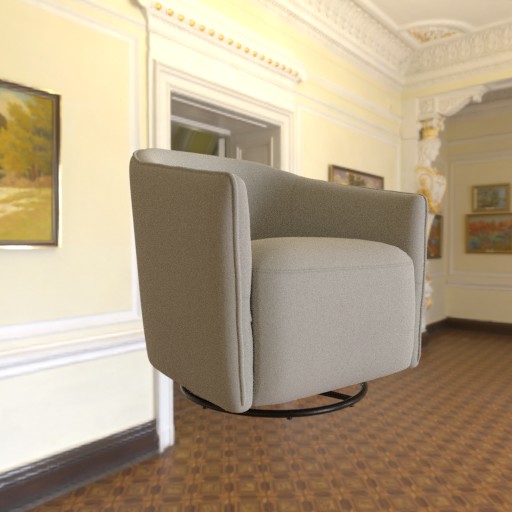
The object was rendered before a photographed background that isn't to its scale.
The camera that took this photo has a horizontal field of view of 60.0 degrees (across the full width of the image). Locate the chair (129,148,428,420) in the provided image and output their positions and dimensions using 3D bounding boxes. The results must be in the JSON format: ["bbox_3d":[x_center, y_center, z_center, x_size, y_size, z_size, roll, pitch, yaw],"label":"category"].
[{"bbox_3d":[0.000,0.000,1.451,0.747,0.799,0.875,-1,2,-36],"label":"chair"}]
